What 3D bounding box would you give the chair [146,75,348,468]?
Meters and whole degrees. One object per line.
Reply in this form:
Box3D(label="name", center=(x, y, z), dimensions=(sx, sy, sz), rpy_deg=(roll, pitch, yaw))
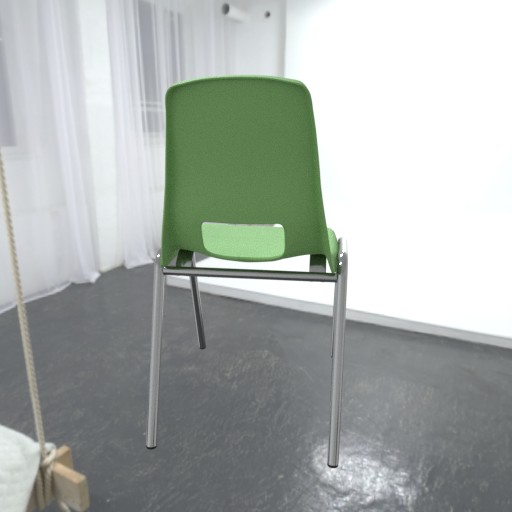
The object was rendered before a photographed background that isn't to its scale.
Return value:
Box3D(label="chair", center=(0.000, 0.000, 0.926), dimensions=(0.381, 0.653, 0.436), rpy_deg=(2, 15, 8))
